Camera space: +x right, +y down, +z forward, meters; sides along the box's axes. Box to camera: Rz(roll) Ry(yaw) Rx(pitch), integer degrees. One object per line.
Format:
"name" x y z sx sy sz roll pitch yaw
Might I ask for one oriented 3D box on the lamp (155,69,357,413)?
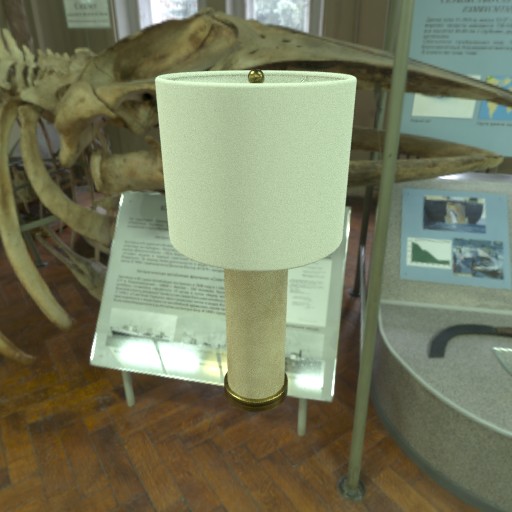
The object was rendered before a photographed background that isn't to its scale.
"lamp" 0.000 0.000 0.815 0.305 0.634 0.305 -9 27 -17
